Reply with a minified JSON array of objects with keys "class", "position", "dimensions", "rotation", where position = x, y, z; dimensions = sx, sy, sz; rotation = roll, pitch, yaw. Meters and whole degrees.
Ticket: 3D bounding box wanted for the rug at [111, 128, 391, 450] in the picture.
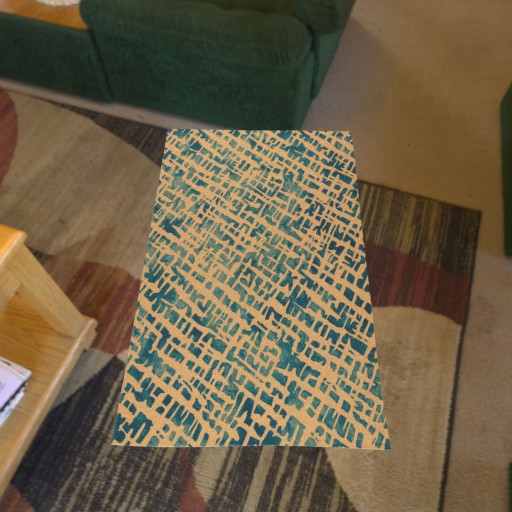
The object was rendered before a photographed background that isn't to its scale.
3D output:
[{"class":"rug","position":[0.000,0.000,3.035],"dimensions":[1.520,0.011,2.447],"rotation":[1,59,1]}]
